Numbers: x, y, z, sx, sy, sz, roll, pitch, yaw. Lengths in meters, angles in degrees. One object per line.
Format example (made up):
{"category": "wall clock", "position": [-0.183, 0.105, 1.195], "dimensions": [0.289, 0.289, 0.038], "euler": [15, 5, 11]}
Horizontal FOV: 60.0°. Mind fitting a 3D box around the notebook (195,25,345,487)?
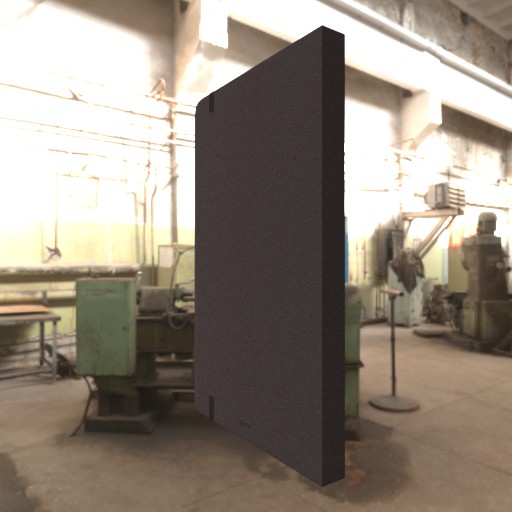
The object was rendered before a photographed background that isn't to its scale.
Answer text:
{"category": "notebook", "position": [0.000, 0.000, 0.259], "dimensions": [0.016, 0.213, 0.127], "euler": [0, 0, -35]}
